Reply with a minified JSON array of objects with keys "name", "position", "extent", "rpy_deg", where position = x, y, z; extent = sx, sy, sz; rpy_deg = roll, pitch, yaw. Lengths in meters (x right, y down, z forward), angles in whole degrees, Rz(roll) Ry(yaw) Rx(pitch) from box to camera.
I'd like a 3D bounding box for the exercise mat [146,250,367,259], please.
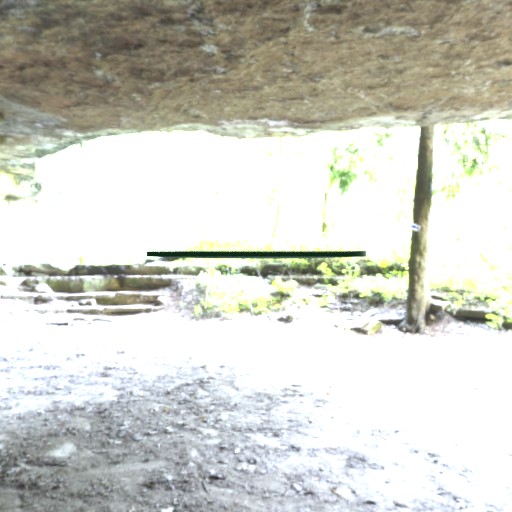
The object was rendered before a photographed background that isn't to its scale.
[{"name":"exercise mat","position":[0.000,0.000,2.110],"extent":[0.616,0.021,1.869],"rpy_deg":[0,-1,0]}]
